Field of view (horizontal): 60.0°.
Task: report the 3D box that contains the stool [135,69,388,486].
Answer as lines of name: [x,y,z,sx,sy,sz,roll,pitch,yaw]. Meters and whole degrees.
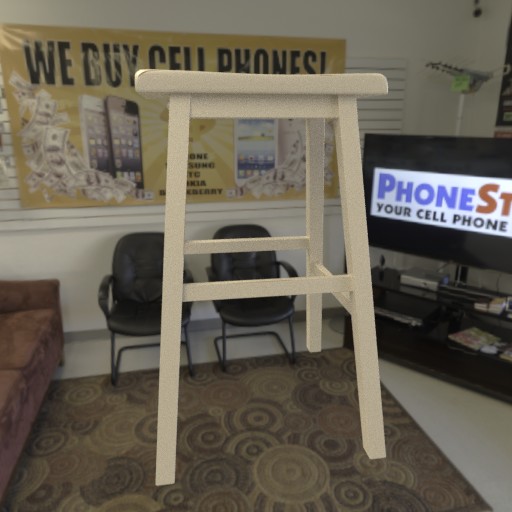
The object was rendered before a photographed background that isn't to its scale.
stool: [0.000,0.000,0.983,0.457,0.737,0.476,-3,17,-9]
